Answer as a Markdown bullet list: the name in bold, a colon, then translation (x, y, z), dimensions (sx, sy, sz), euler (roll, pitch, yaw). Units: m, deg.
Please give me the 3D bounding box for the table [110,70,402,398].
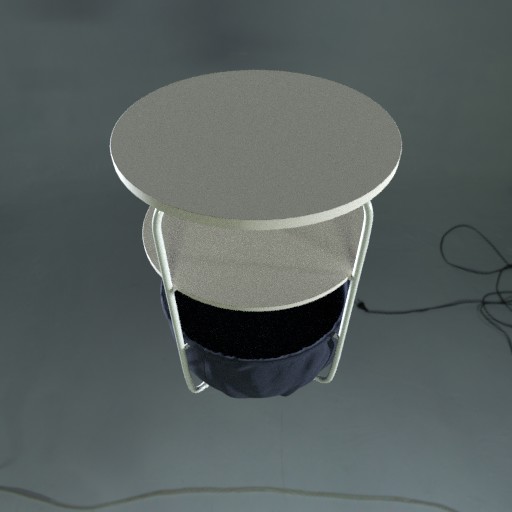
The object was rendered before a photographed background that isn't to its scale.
- **table**: translation (0.000, 0.000, 0.840), dimensions (0.418, 0.532, 0.418), euler (-3, 45, -3)
